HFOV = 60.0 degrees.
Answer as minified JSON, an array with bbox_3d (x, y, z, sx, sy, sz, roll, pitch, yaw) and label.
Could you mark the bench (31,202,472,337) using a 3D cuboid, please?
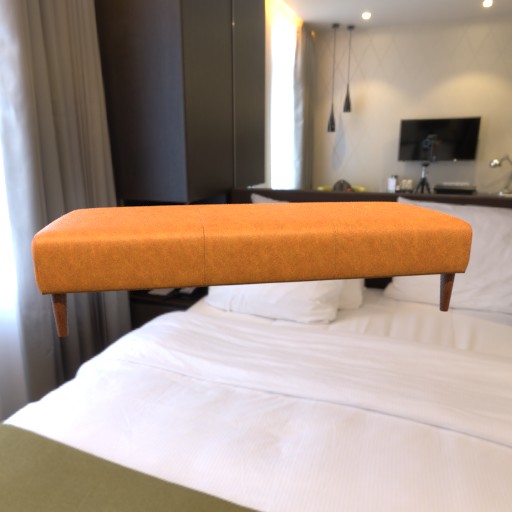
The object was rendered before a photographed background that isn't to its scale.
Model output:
[{"bbox_3d":[0.000,0.000,1.900,1.610,0.399,0.653,-2,14,-9],"label":"bench"}]
